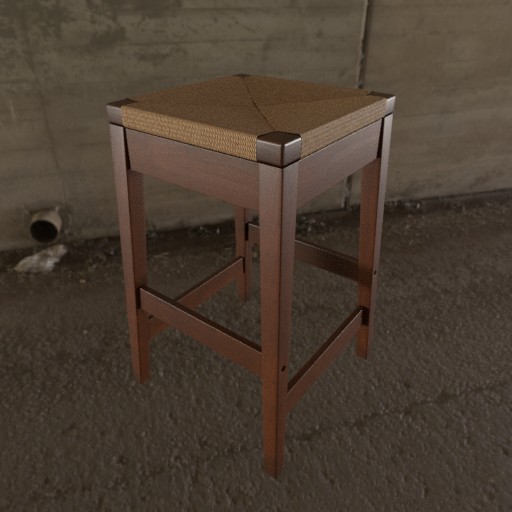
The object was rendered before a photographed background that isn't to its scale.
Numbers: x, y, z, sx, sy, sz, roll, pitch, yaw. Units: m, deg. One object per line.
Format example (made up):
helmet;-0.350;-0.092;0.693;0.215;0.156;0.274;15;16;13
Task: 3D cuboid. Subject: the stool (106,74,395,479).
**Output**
stool;0.000;0.000;1.108;0.497;0.762;0.507;22;38;31
